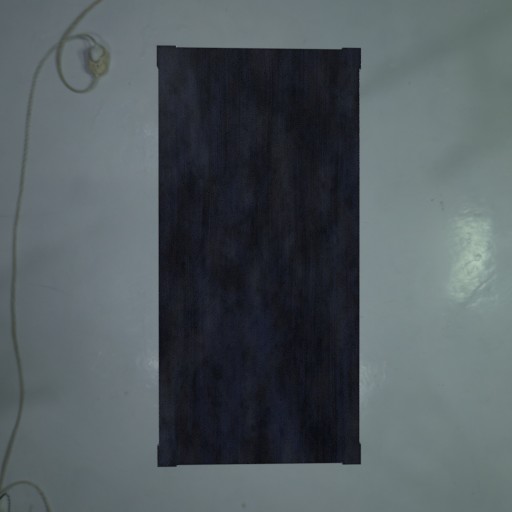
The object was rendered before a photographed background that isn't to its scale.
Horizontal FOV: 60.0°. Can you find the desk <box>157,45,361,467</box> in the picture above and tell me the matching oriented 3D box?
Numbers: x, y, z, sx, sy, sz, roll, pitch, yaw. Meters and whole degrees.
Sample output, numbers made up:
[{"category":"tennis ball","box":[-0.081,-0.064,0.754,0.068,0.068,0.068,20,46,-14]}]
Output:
[{"category":"desk","box":[0.000,0.000,1.792,0.630,0.861,1.289,0,90,-2]}]
